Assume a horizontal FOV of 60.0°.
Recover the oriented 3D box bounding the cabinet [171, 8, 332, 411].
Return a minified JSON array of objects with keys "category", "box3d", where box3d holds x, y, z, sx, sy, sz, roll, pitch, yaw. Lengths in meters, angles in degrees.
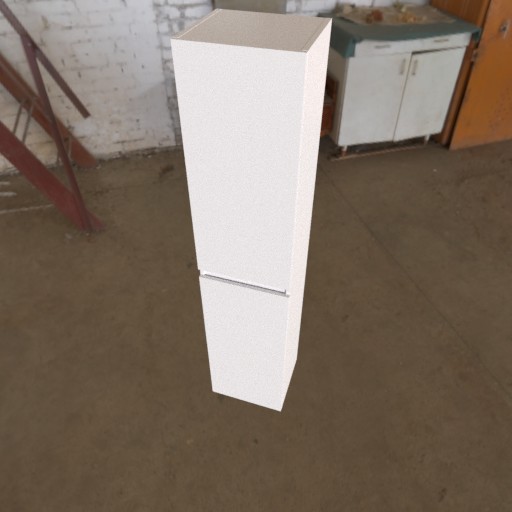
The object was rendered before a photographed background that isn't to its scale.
[{"category":"cabinet","box3d":[0.000,0.000,1.480,0.300,1.400,0.269,12,43,13]}]
